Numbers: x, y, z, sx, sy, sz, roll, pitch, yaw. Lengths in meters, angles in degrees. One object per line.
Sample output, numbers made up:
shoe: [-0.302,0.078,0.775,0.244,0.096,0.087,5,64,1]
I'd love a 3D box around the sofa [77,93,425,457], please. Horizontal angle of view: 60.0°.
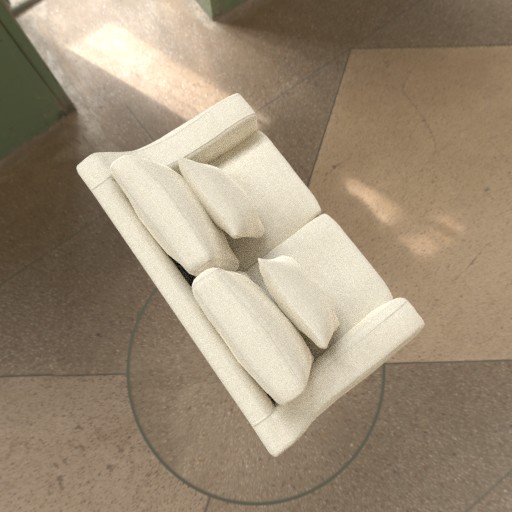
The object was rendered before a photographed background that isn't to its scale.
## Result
sofa: [0.000,0.000,2.478,1.040,1.047,1.744,-35,79,-8]
